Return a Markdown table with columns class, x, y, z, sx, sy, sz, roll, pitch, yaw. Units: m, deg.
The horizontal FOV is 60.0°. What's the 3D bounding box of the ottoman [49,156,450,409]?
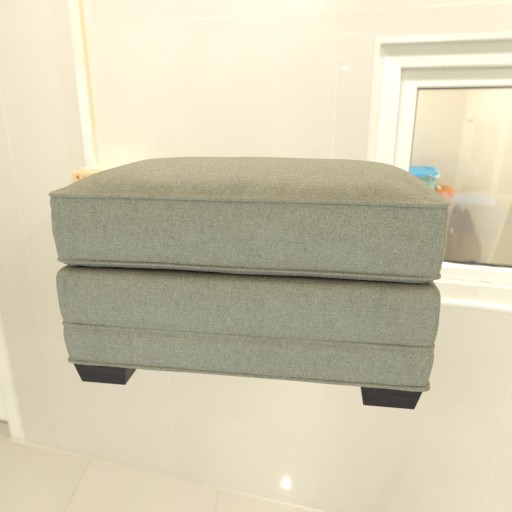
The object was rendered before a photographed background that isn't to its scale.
| class | x | y | z | sx | sy | sz | roll | pitch | yaw |
| --- | --- | --- | --- | --- | --- | --- | --- | --- | --- |
| ottoman | 0.000 | 0.000 | 1.208 | 0.848 | 0.508 | 0.611 | 2 | 18 | 8 |
